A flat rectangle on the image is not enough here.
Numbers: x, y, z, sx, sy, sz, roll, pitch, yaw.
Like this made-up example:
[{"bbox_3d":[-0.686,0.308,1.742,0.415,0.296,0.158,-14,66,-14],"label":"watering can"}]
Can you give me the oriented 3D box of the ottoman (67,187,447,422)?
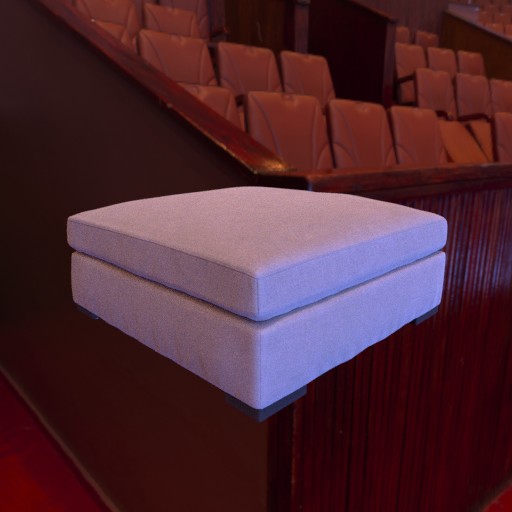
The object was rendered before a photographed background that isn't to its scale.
[{"bbox_3d":[0.000,0.000,1.897,1.171,0.517,1.203,-14,20,-43],"label":"ottoman"}]
